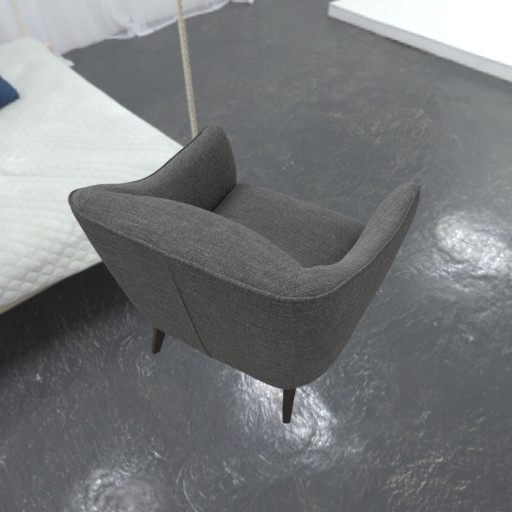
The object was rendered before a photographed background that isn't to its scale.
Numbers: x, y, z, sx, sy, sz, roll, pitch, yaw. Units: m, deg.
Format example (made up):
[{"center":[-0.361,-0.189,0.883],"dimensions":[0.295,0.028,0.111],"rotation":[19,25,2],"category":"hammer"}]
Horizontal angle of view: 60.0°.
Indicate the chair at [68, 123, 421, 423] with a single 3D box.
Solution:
[{"center":[0.000,0.000,1.540],"dimensions":[0.870,0.829,0.851],"rotation":[22,50,19],"category":"chair"}]
